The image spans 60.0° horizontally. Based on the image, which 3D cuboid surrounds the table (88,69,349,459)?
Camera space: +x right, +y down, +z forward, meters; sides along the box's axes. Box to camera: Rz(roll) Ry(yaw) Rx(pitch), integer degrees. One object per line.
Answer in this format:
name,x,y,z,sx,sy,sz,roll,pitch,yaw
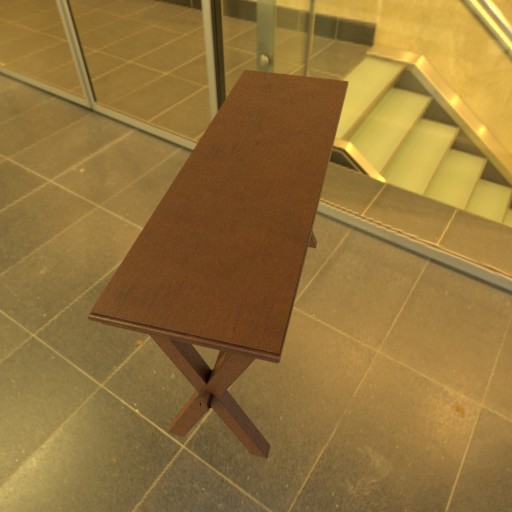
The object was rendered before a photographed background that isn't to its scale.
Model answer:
table,0.000,0.000,1.538,0.399,0.763,1.197,10,47,10
